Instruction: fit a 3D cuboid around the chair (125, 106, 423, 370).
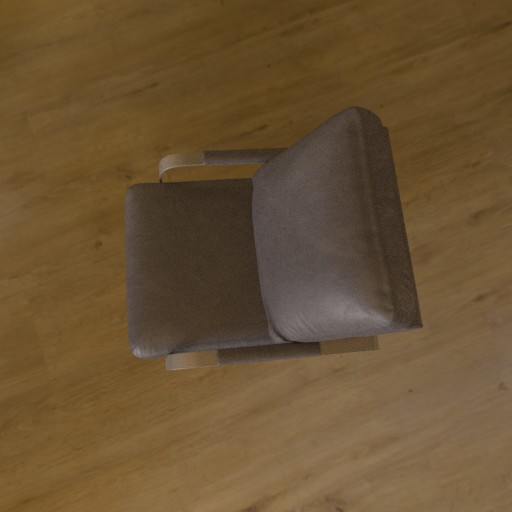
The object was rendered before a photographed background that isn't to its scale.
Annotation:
[{"bbox_3d":[0.000,0.000,1.494,0.878,0.839,0.692,-5,77,-1],"label":"chair"}]
